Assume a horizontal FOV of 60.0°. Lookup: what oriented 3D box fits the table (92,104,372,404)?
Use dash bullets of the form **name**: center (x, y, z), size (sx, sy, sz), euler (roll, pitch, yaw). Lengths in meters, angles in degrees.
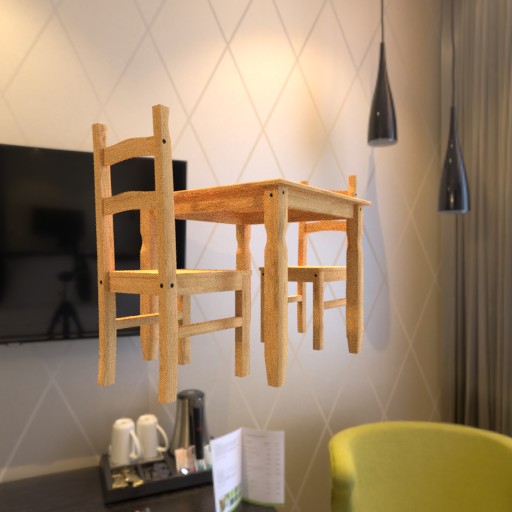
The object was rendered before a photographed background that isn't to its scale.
- **table**: center (0.000, 0.000, 2.090), size (0.813, 0.942, 1.501), euler (0, 0, 36)
